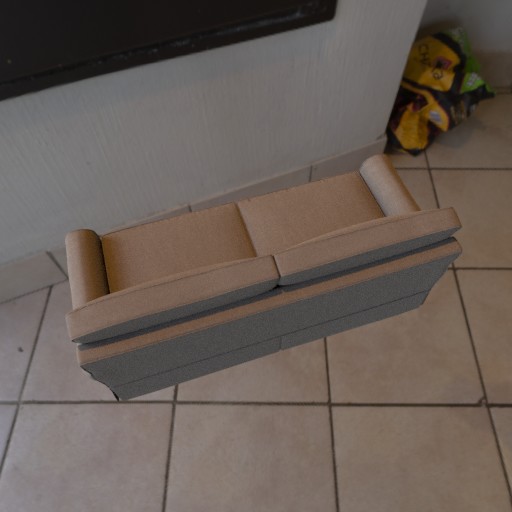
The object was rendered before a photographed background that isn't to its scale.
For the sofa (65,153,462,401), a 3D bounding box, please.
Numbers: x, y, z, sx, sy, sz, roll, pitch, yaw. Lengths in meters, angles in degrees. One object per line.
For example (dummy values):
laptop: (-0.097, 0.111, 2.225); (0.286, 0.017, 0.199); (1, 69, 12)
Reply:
sofa: (0.000, 0.000, 2.785); (2.248, 0.943, 0.991); (-15, 60, -9)
